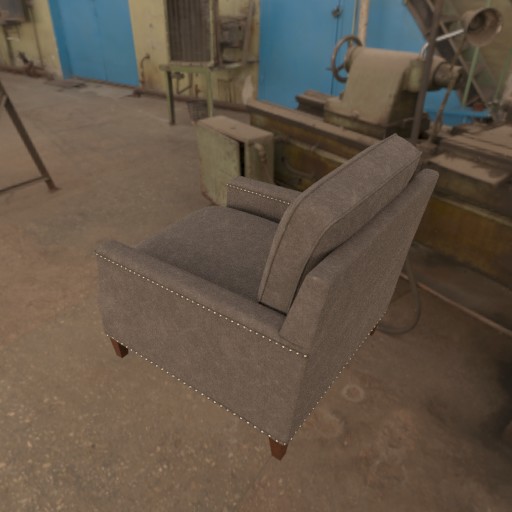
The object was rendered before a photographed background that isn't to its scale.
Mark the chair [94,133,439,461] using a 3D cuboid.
[{"bbox_3d":[0.000,0.000,1.716,1.014,0.948,0.853,21,38,30],"label":"chair"}]
